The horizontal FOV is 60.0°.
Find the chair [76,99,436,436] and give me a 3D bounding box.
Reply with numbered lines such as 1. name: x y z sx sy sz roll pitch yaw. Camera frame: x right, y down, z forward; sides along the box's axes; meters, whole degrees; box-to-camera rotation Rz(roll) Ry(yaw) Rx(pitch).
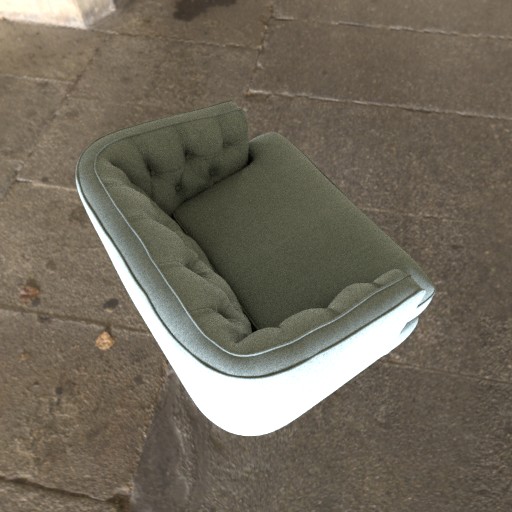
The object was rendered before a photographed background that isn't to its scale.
1. chair: 0.000 0.000 1.714 0.945 0.852 1.094 -30 62 -18
